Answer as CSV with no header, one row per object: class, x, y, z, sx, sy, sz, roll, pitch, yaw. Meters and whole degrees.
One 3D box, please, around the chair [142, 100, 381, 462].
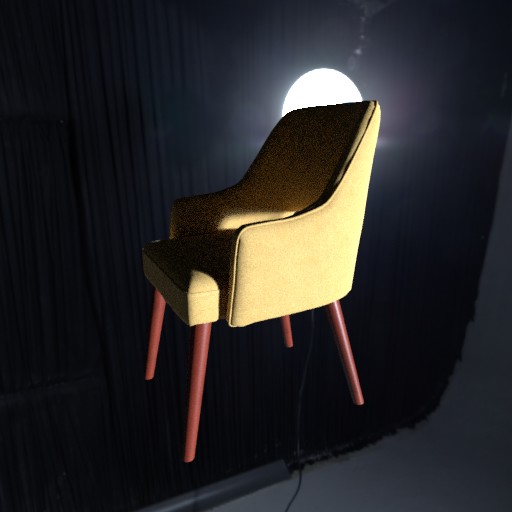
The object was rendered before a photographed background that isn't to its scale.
chair,0.000,0.000,1.270,0.605,0.849,0.548,-7,17,-25
